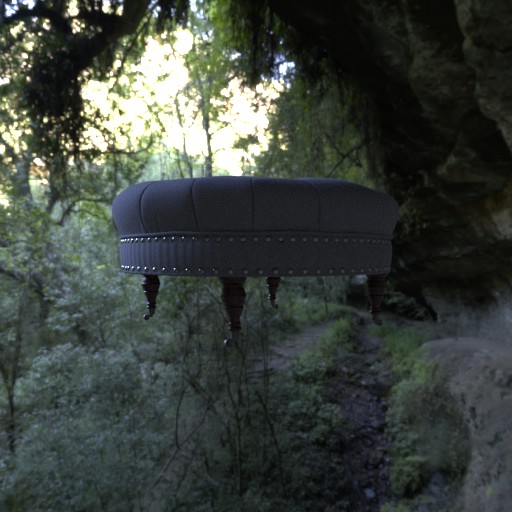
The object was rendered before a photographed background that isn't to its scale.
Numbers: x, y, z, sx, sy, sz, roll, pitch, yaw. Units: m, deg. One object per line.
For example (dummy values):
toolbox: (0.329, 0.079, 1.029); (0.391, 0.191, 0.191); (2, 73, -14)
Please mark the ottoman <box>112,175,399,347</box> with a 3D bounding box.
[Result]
ottoman: (0.000, 0.000, 1.455); (0.901, 0.439, 0.901); (0, 0, 0)
